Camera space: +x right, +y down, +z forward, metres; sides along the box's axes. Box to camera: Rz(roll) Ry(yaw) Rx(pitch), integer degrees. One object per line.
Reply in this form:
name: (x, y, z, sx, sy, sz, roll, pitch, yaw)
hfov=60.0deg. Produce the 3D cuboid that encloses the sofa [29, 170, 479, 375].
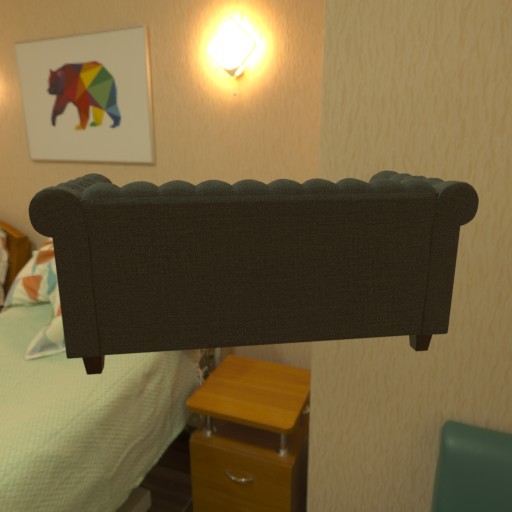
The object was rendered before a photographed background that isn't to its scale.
sofa: (0.000, 0.000, 2.185, 1.798, 0.797, 0.783, -2, 15, -8)
